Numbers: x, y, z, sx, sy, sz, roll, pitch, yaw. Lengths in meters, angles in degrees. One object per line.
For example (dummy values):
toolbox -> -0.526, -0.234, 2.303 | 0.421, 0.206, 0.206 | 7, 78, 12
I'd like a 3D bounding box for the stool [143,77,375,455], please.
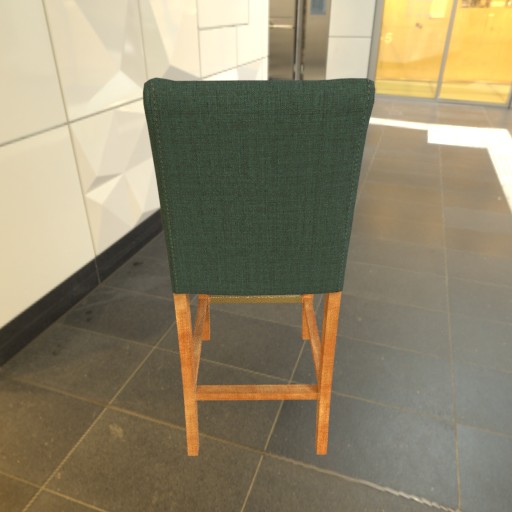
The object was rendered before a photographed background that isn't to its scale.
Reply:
stool -> 0.000, 0.000, 1.290 | 0.454, 1.039, 0.567 | 0, 30, 0
